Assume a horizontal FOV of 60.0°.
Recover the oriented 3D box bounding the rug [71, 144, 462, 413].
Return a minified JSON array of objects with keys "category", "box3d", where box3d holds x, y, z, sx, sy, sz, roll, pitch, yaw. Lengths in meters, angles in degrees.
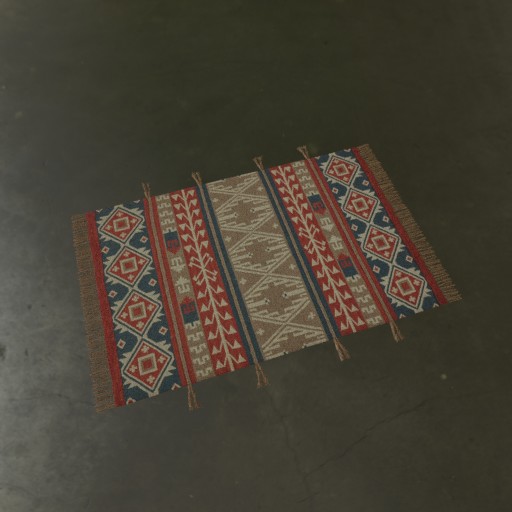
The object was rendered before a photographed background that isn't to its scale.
[{"category":"rug","box3d":[0.000,0.000,3.128,2.450,0.048,1.778,-15,60,-9]}]
